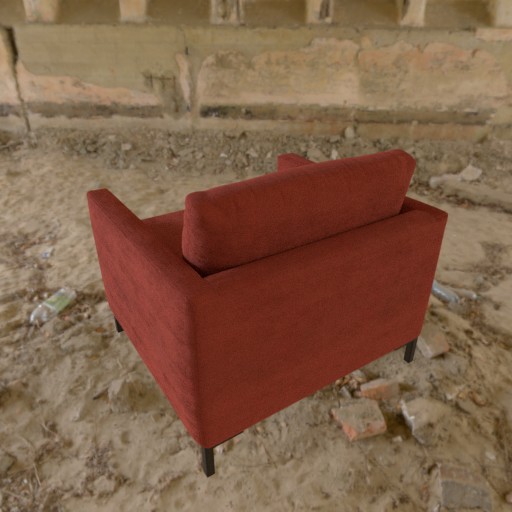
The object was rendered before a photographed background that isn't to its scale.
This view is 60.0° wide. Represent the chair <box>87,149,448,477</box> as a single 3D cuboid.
[{"bbox_3d":[0.000,0.000,1.621,0.964,0.812,0.875,-17,33,-29],"label":"chair"}]
